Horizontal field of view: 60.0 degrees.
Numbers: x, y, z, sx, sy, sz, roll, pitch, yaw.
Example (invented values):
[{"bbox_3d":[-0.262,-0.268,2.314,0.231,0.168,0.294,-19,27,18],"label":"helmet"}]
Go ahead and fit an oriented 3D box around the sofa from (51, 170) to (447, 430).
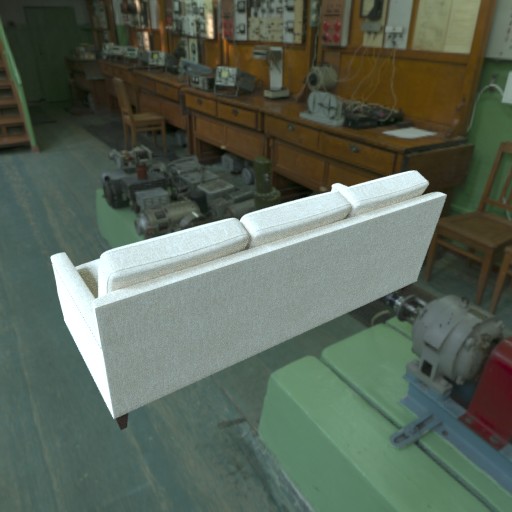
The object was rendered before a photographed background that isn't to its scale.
[{"bbox_3d":[0.000,0.000,2.779,2.210,0.940,1.041,-18,33,-30],"label":"sofa"}]
